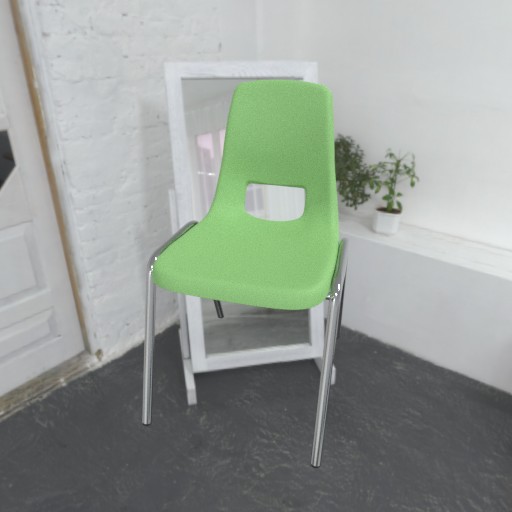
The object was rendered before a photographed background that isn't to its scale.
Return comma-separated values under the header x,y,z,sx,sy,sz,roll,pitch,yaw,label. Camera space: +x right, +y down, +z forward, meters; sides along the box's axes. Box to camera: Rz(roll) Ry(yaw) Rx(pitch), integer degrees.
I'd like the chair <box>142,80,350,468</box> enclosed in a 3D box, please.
x,y,z,sx,sy,sz,roll,pitch,yaw,label
0.000,0.000,0.929,0.381,0.653,0.436,8,28,15,chair
